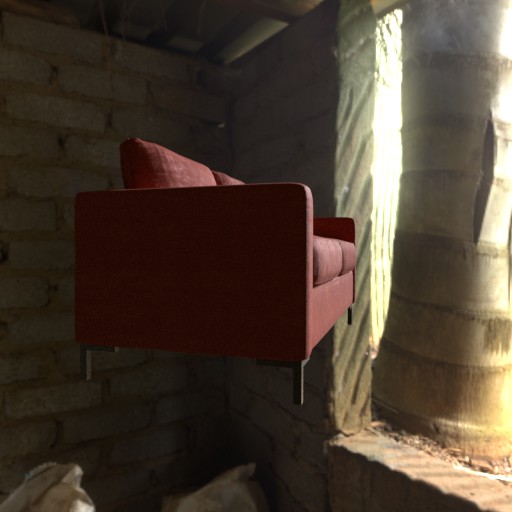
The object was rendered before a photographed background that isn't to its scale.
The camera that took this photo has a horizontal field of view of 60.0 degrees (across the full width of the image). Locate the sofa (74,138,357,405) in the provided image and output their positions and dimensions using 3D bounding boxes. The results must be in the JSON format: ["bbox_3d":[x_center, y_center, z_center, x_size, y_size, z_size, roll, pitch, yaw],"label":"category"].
[{"bbox_3d":[0.000,0.000,2.165,0.864,0.896,1.574,0,0,18],"label":"sofa"}]
